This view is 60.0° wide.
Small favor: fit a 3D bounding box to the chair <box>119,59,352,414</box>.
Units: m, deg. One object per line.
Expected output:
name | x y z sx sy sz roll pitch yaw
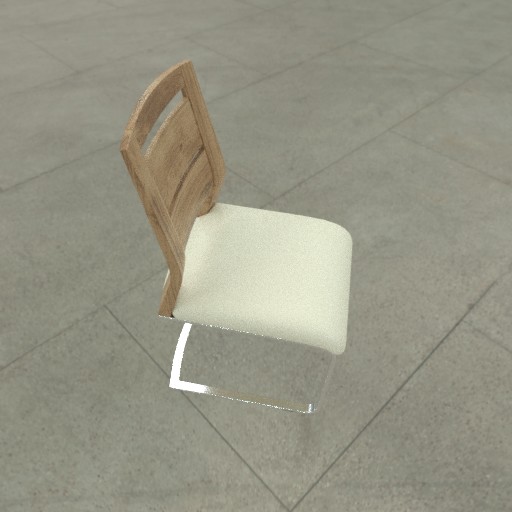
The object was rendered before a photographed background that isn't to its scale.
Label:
chair | 0.000 0.000 1.279 0.561 0.955 0.457 8 47 8
